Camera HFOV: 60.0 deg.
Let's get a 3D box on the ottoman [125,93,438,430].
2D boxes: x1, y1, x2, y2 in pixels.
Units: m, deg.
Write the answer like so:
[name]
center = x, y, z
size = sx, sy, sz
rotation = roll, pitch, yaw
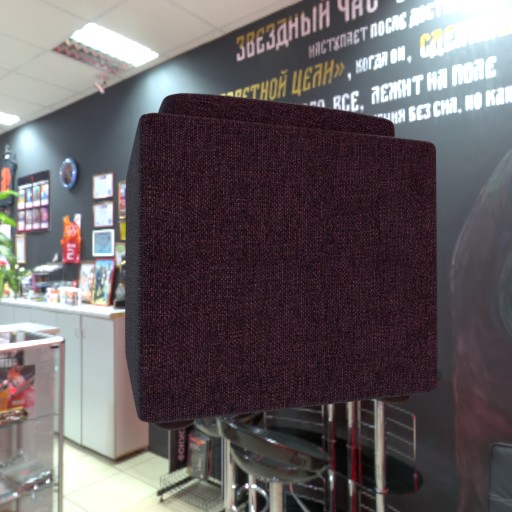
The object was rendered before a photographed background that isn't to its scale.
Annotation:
[ottoman]
center = 0.000, 0.000, 0.819
size = 0.450, 0.460, 0.450
rotation = 0, -1, -18
